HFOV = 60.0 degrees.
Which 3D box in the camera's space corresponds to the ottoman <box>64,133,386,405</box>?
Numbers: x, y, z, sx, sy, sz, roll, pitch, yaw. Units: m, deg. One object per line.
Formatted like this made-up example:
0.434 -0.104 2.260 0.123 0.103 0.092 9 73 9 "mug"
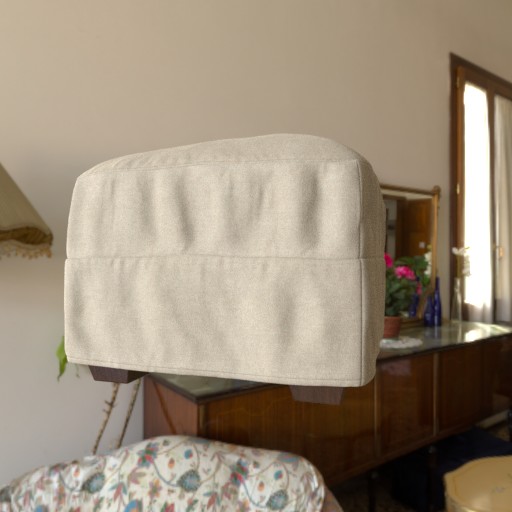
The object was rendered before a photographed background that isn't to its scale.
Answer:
0.000 0.000 1.054 0.584 0.480 0.712 0 0 18 "ottoman"
